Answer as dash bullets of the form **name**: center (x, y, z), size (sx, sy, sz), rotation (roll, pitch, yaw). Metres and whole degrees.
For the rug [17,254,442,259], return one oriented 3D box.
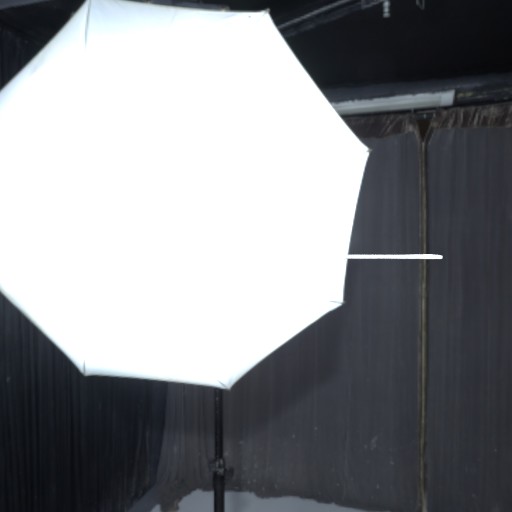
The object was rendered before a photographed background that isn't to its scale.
- **rug**: center (0.000, 0.000, 0.878), size (0.639, 0.006, 0.548), rotation (0, 0, 18)
